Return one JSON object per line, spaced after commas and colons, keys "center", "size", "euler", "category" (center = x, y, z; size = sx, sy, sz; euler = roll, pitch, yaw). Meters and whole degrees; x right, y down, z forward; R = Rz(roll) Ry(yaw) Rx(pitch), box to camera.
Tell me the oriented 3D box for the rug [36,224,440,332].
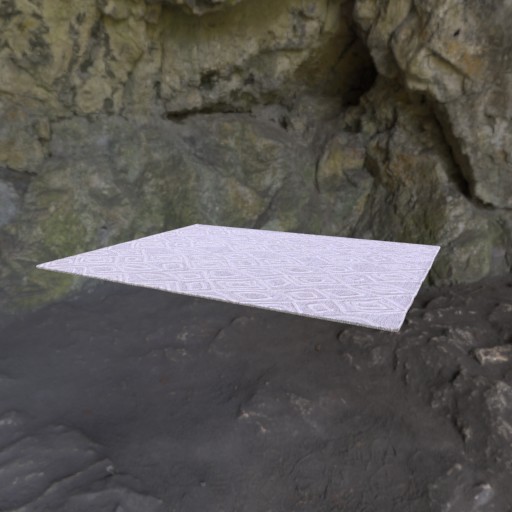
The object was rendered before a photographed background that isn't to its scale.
{"center": [0.000, 0.000, 4.206], "size": [3.049, 0.025, 2.449], "euler": [7, 15, 26], "category": "rug"}
